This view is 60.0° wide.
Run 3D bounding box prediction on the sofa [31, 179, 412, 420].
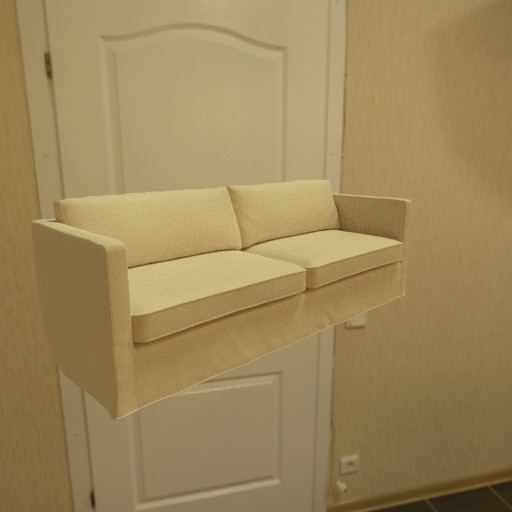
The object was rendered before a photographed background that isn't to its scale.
[{"bbox_3d":[0.000,0.000,3.261,2.779,0.999,1.036,-12,18,-42],"label":"sofa"}]
